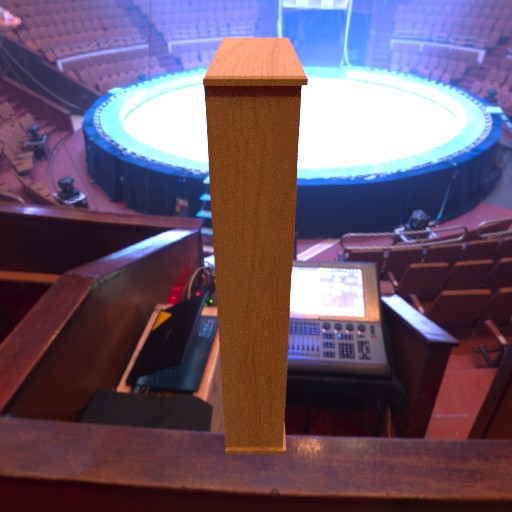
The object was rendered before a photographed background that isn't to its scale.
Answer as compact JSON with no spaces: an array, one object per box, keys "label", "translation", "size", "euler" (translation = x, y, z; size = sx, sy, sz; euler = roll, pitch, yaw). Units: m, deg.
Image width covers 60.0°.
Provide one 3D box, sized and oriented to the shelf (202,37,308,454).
[{"label":"shelf","translation":[0.000,0.000,1.222],"size":[0.175,1.030,0.520],"euler":[0,33,0]}]
